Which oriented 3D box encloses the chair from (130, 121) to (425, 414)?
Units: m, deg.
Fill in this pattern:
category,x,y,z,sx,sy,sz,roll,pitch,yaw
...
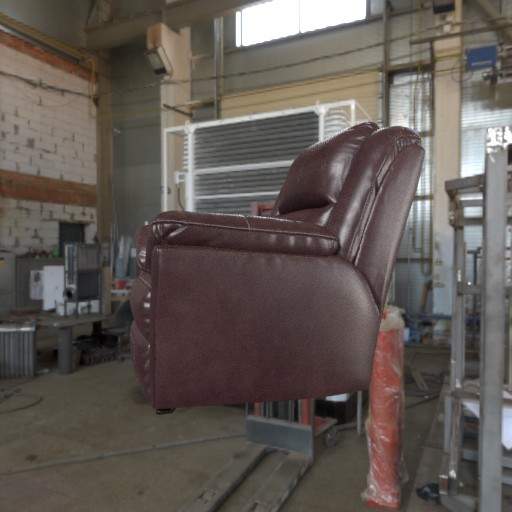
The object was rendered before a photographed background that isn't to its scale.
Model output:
category,x,y,z,sx,sy,sz,roll,pitch,yaw
chair,0.000,0.000,1.907,1.041,1.093,0.990,0,1,-18
